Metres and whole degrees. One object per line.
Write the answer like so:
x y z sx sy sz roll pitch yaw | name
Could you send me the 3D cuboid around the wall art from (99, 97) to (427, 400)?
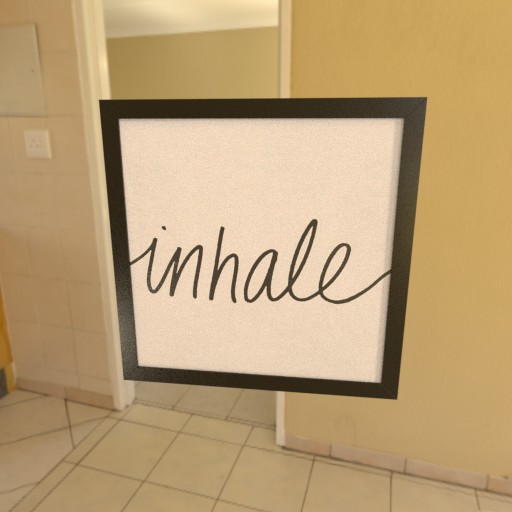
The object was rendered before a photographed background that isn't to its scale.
0.000 0.000 0.663 0.446 0.445 0.014 2 16 7 | wall art
